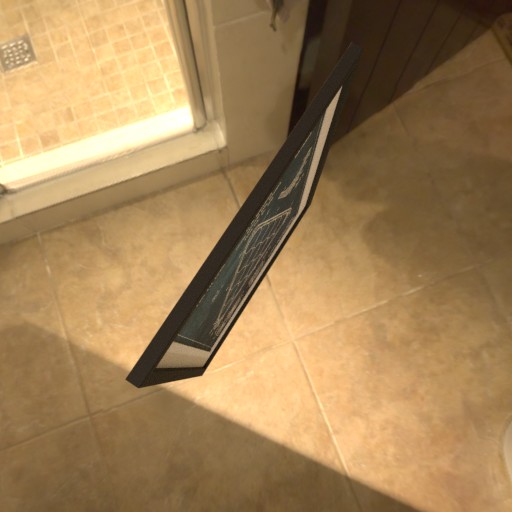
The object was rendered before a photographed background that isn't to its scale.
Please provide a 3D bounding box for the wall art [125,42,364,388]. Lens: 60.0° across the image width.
[{"bbox_3d":[0.000,0.000,1.212,0.028,0.863,0.755,31,78,7],"label":"wall art"}]
